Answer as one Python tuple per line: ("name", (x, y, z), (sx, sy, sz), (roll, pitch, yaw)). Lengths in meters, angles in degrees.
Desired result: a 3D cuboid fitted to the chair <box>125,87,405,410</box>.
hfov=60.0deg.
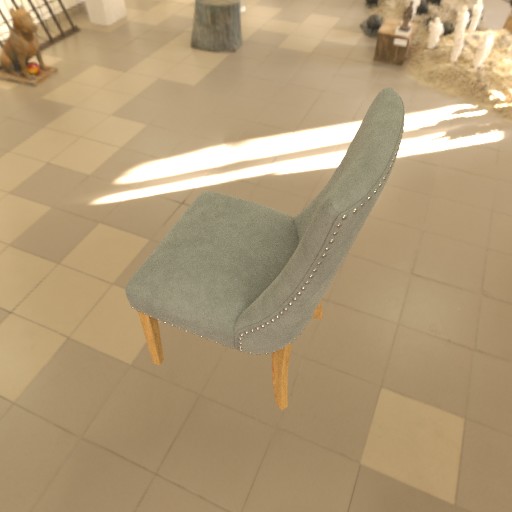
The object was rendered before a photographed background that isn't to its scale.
("chair", (0.000, 0.000, 1.270), (0.610, 0.902, 0.495), (17, 49, 16))
